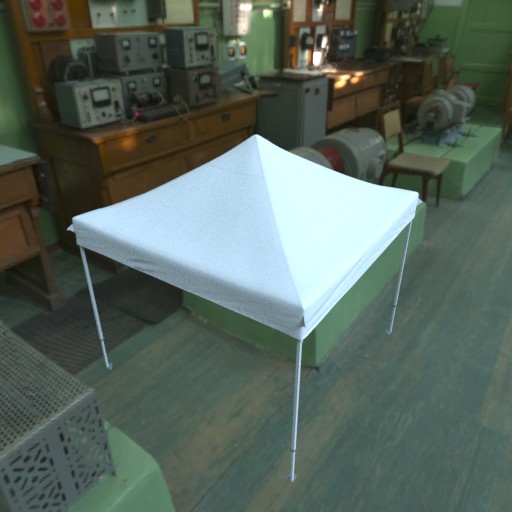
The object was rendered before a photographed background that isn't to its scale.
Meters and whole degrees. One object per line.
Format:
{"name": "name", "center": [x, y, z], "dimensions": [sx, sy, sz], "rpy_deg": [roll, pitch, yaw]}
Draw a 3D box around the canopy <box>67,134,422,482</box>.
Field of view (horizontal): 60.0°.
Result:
{"name": "canopy", "center": [0.000, 0.000, 5.493], "dimensions": [2.996, 2.998, 2.994], "rpy_deg": [19, 35, 30]}
